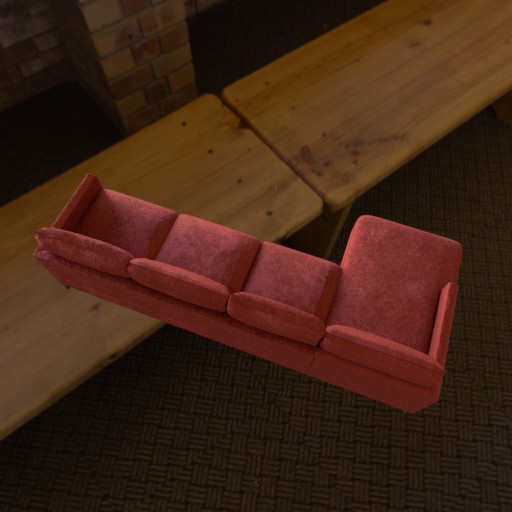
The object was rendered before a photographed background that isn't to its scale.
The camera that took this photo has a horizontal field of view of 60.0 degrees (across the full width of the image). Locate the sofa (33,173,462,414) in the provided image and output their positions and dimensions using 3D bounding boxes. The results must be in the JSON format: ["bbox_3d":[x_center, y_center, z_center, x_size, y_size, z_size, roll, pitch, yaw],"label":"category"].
[{"bbox_3d":[0.000,0.000,3.922,3.400,0.967,1.500,18,64,9],"label":"sofa"}]
